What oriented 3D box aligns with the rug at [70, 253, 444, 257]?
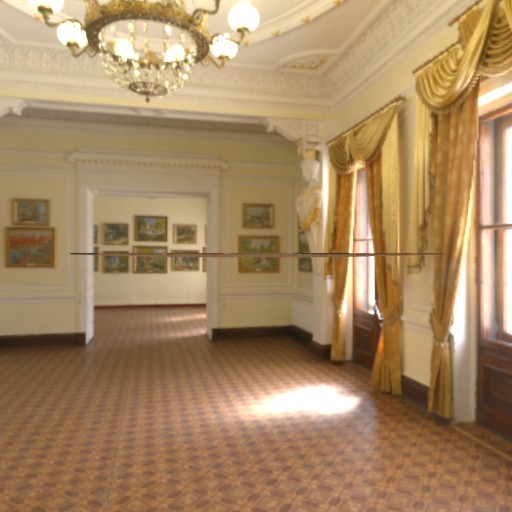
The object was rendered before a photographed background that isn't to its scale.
[{"bbox_3d":[0.000,0.000,2.943,1.521,0.006,2.284,0,0,0],"label":"rug"}]
